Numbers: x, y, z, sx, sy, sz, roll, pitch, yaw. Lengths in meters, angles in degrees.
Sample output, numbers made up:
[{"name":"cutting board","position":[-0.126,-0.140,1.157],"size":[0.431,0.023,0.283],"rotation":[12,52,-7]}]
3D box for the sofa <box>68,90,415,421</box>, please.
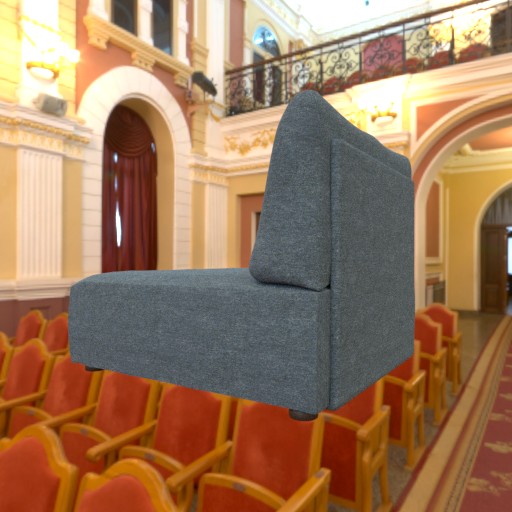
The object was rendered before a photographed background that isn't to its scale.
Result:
[{"name":"sofa","position":[0.000,0.000,1.696],"size":[1.000,0.820,0.930],"rotation":[0,0,33]}]
